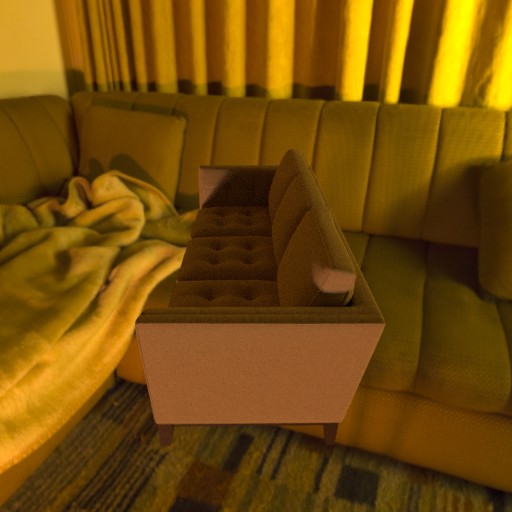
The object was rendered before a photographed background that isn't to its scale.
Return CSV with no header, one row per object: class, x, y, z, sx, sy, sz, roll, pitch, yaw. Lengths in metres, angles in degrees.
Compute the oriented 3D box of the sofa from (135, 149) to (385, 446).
sofa,0.000,0.000,2.877,0.965,0.940,2.388,0,26,-1
